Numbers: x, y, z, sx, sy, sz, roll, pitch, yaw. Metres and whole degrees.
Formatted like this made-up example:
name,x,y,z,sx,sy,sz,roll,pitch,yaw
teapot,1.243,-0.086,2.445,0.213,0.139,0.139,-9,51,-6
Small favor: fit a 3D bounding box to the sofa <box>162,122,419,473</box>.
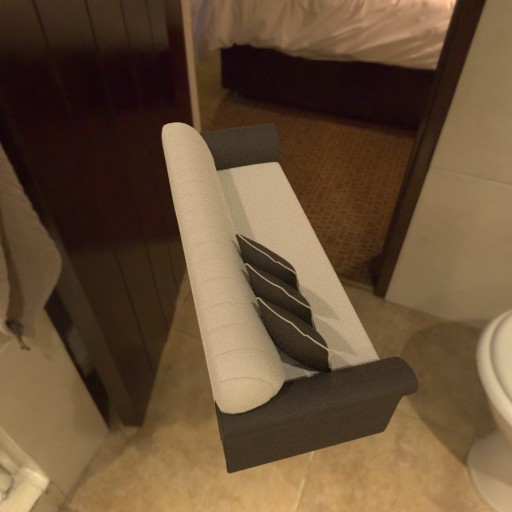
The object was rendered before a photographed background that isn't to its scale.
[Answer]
name,x,y,z,sx,sy,sz,roll,pitch,yaw
sofa,0.000,0.000,2.411,0.755,0.787,2.001,-10,47,-10
